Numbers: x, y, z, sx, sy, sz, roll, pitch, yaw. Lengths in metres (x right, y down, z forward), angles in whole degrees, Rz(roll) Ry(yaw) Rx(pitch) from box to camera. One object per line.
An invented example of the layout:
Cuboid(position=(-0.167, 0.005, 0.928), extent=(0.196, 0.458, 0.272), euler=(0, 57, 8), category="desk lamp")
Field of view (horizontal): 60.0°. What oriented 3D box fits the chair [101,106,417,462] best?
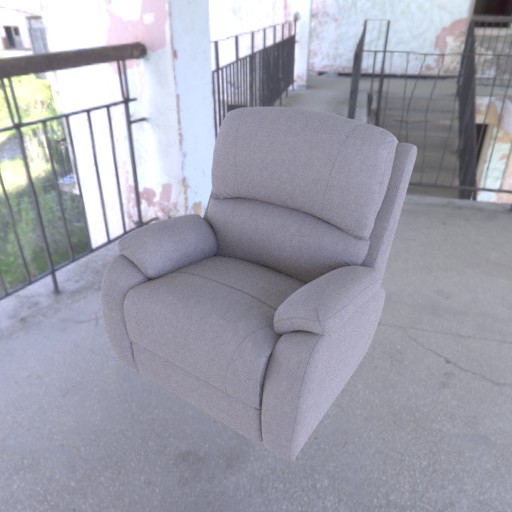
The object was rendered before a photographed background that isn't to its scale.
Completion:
Cuboid(position=(0.000, 0.000, 1.740), extent=(0.930, 1.011, 0.899), euler=(19, 35, 29), category="chair")
